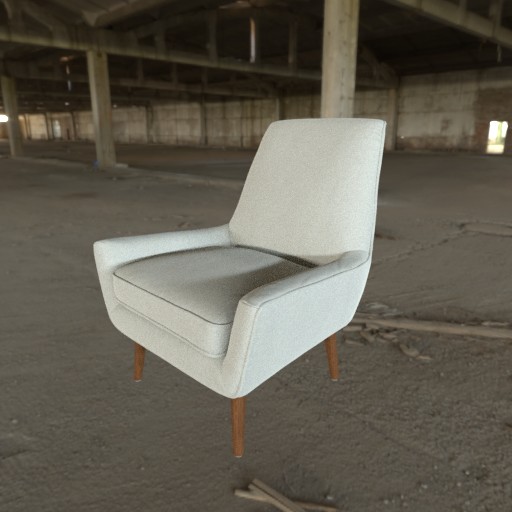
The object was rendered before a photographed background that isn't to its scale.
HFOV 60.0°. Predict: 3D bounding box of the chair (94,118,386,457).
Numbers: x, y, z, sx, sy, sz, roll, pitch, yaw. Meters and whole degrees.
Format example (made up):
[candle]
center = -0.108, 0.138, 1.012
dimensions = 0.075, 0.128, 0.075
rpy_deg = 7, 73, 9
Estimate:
[chair]
center = 0.000, 0.000, 1.482
dimensions = 0.822, 0.888, 0.787
rpy_deg = -15, 22, -42
